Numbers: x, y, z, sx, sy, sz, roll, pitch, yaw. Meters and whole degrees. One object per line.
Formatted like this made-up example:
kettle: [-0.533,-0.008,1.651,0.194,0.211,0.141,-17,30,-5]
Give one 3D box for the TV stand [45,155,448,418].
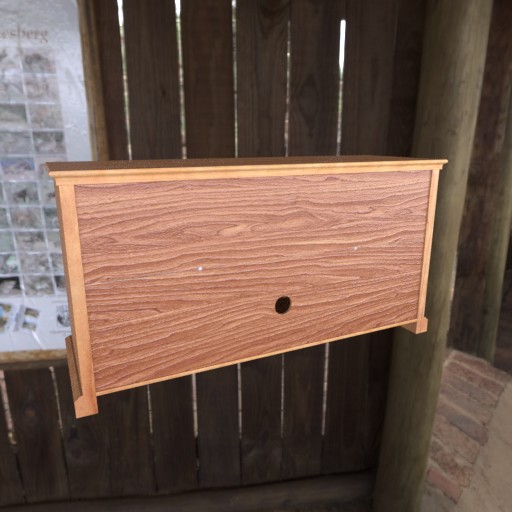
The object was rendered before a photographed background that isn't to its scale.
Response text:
TV stand: [0.000,0.000,1.443,1.181,0.607,0.417,-7,17,-25]
